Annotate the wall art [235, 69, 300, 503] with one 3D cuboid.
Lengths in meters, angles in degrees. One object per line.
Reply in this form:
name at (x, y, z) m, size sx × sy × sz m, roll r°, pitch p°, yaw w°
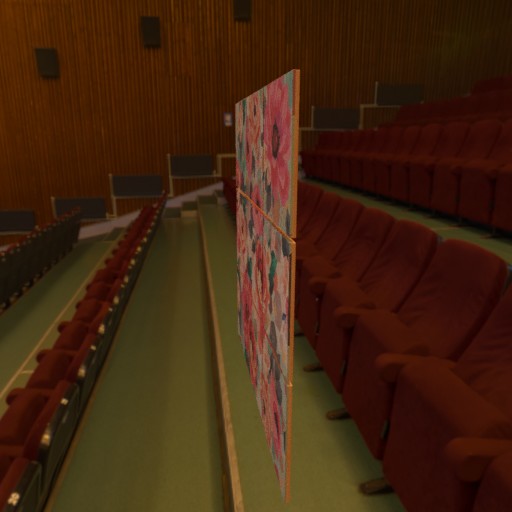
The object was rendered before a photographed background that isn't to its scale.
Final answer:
wall art at (0.000, 0.000, 1.316) m, size 0.012 × 0.910 × 0.911 m, roll -2°, pitch 15°, yaw -9°
